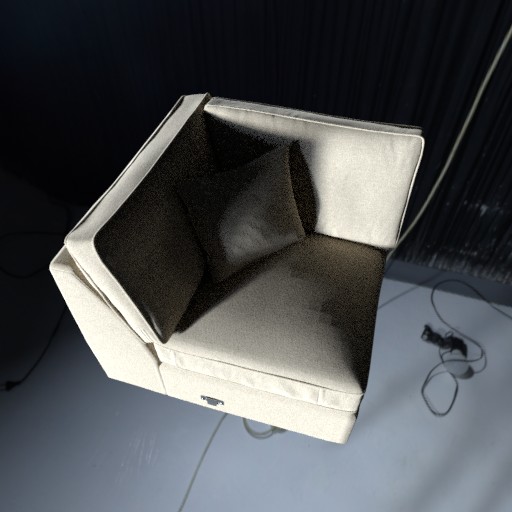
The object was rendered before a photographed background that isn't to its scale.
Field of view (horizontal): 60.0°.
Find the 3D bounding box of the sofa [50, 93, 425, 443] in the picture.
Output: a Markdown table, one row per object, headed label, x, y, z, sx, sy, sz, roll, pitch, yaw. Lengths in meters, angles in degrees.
| label | x | y | z | sx | sy | sz | roll | pitch | yaw |
| --- | --- | --- | --- | --- | --- | --- | --- | --- | --- |
| sofa | 0.000 | 0.000 | 1.910 | 1.146 | 1.002 | 1.084 | 12 | 49 | 11 |
